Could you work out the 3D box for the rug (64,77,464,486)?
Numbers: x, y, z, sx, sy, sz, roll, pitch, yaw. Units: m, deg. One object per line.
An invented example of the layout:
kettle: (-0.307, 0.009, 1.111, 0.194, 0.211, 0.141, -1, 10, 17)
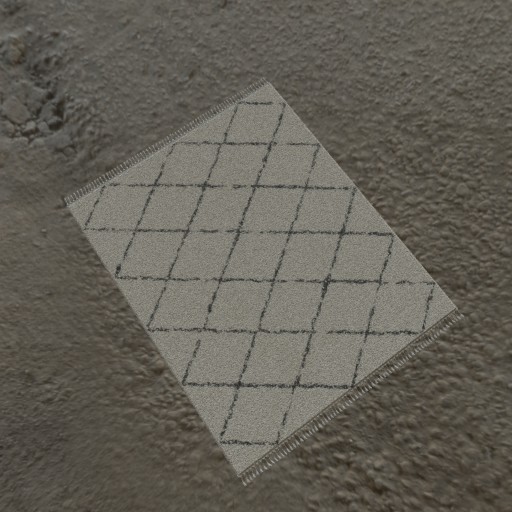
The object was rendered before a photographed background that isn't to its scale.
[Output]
rug: (0.000, 0.000, 4.087, 2.380, 0.013, 3.051, -34, 77, -9)
